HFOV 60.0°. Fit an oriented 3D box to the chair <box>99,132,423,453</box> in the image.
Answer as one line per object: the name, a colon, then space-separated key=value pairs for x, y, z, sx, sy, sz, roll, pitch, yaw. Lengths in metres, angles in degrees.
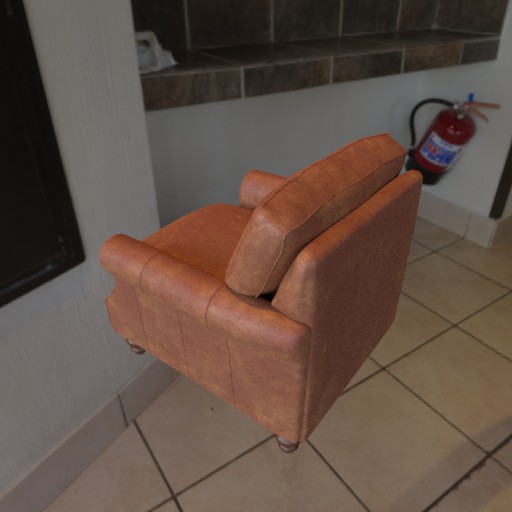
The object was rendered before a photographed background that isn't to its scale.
chair: x=0.000 y=0.000 z=1.784 sx=0.986 sy=0.962 sz=0.983 roll=22 pitch=38 yaw=31
